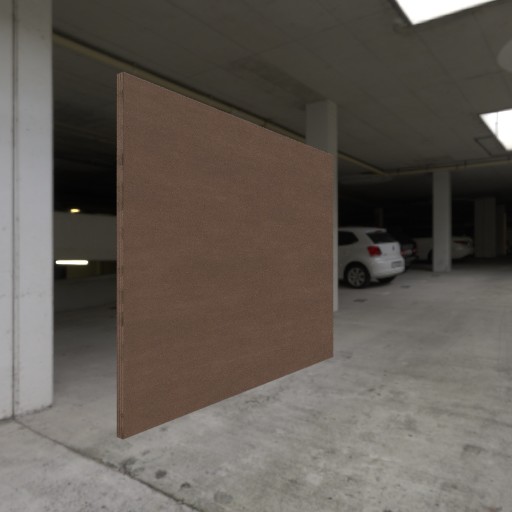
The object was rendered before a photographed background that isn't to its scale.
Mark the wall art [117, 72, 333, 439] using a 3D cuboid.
[{"bbox_3d":[0.000,0.000,0.699,0.012,0.408,0.508,0,0,37],"label":"wall art"}]
